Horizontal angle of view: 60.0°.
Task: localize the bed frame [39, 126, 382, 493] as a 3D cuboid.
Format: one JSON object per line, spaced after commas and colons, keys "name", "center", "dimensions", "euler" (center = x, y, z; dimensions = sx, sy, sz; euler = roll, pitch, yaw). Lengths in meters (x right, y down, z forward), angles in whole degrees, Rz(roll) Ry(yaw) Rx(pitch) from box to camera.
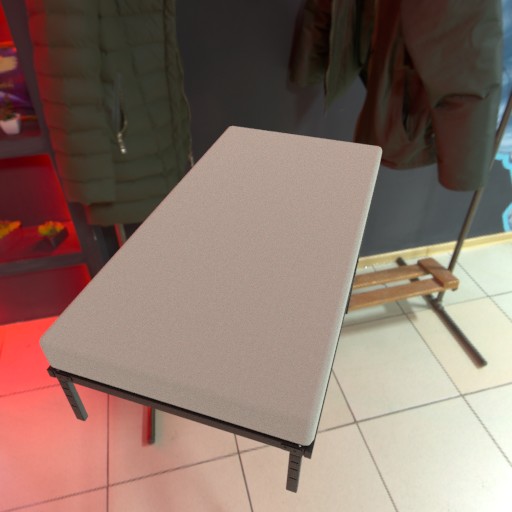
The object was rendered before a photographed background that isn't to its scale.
{"name": "bed frame", "center": [0.000, 0.000, 3.114], "dimensions": [1.393, 0.680, 2.635], "euler": [12, 41, 14]}
